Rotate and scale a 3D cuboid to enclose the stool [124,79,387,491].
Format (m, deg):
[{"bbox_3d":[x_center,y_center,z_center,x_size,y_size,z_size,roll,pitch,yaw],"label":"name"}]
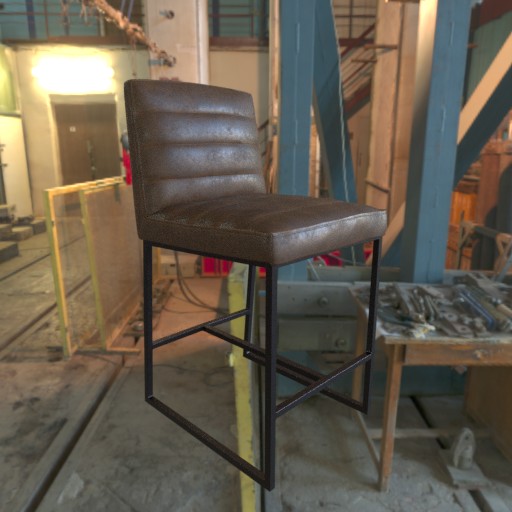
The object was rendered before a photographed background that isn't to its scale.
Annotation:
[{"bbox_3d":[0.000,0.000,1.226,0.562,0.942,0.463,13,19,43],"label":"stool"}]
